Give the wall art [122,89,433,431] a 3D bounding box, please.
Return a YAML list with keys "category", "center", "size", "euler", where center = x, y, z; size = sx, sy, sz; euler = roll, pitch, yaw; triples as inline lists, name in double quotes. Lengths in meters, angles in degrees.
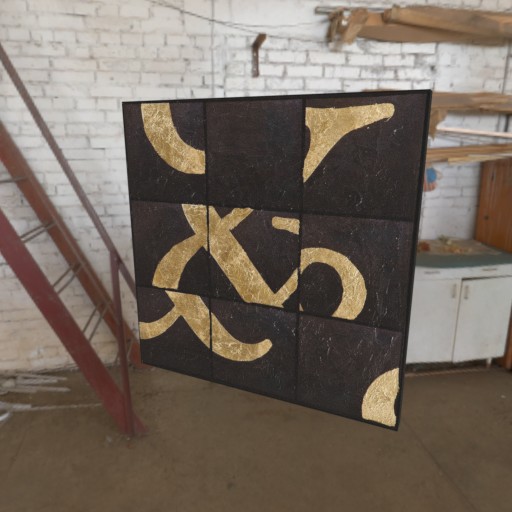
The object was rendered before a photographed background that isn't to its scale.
- category: "wall art"
  center: [0.000, 0.000, 1.119]
  size: [0.758, 0.758, 0.044]
  euler: [7, 17, 25]
